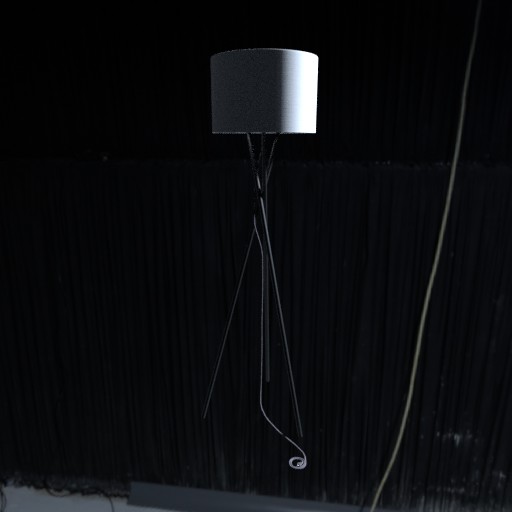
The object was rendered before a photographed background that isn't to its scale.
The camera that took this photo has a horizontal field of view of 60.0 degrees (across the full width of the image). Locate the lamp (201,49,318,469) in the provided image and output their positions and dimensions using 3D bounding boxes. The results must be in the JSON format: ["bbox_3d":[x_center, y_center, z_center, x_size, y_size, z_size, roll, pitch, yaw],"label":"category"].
[{"bbox_3d":[0.000,0.000,1.962,0.522,1.624,0.667,2,15,9],"label":"lamp"}]
